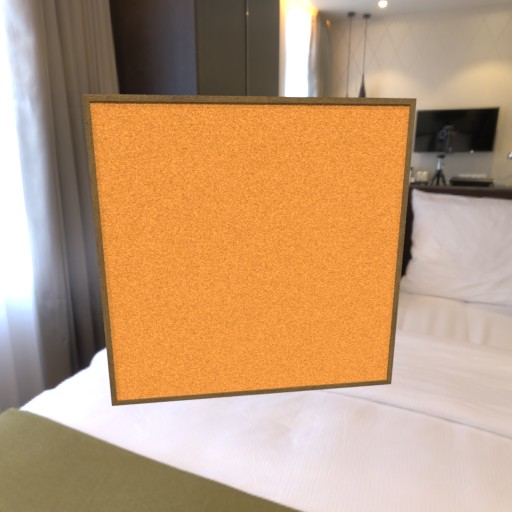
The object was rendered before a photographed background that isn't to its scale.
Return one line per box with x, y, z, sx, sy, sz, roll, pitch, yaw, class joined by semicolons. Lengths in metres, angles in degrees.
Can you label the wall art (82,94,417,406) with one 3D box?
0.000;0.000;0.750;0.507;0.507;0.037;-2;15;-8;wall art
